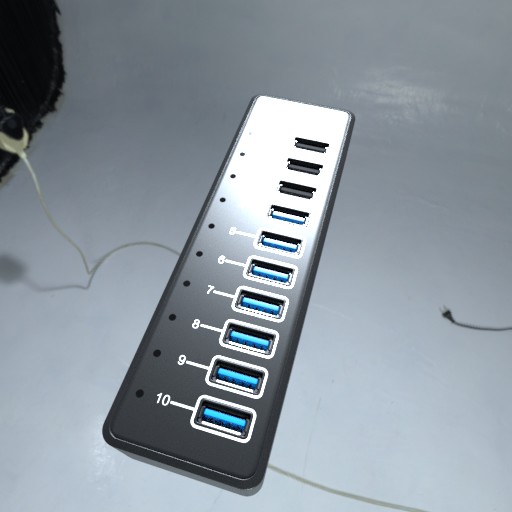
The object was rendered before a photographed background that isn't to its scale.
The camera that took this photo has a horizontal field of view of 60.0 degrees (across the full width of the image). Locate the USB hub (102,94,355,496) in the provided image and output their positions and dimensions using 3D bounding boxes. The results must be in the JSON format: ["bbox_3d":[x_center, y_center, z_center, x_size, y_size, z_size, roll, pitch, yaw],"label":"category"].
[{"bbox_3d":[0.000,0.000,0.157,0.044,0.023,0.145,14,59,9],"label":"USB hub"}]
